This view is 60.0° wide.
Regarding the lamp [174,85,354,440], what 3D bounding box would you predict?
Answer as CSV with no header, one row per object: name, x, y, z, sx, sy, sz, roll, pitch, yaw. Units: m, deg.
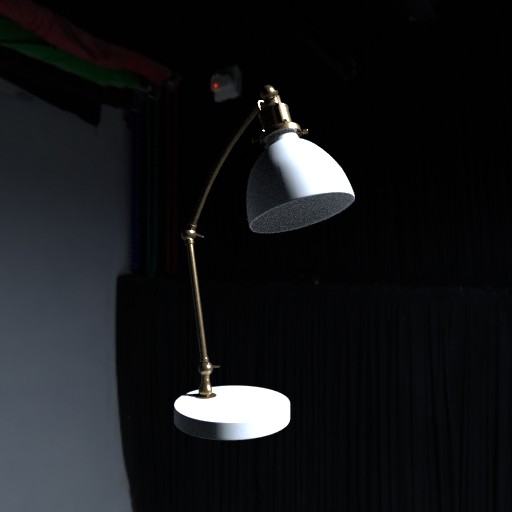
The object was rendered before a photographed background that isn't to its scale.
lamp,0.000,0.000,0.694,0.317,0.522,0.186,-1,-1,36
